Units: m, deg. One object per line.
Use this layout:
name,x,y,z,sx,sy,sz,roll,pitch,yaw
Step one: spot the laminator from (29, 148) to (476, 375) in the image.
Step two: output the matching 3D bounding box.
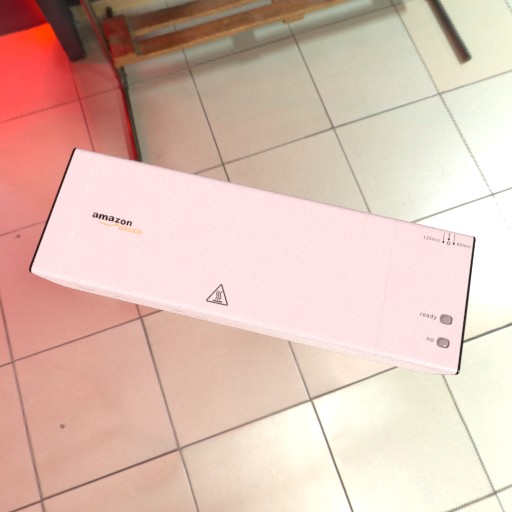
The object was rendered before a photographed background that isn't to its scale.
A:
laminator,0.000,0.000,0.383,0.340,0.062,0.123,13,76,3
